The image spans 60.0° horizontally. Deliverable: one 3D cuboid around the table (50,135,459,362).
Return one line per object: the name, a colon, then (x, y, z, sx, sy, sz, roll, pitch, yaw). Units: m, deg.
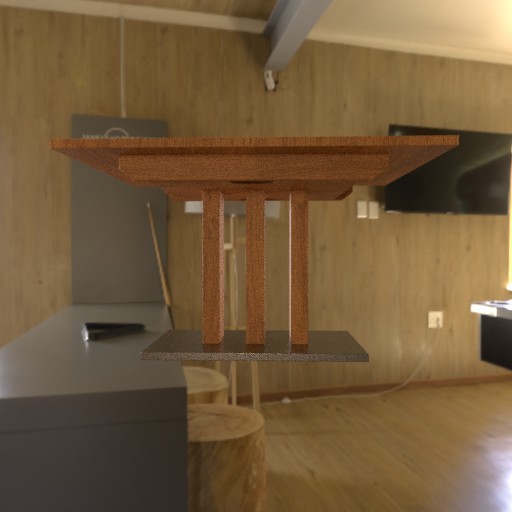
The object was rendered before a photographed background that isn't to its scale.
table: (0.000, 0.000, 1.862, 1.300, 0.770, 0.900, 0, 1, 2)
